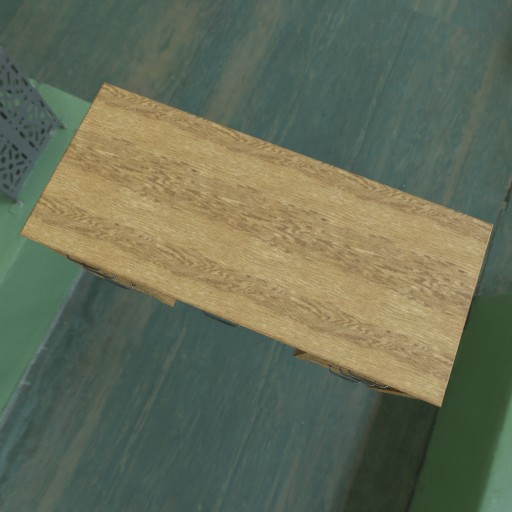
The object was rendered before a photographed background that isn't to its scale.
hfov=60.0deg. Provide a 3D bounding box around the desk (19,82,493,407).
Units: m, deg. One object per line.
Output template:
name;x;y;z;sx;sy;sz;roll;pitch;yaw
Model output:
desk;0.000;0.000;1.952;1.567;0.751;0.685;21;77;5
